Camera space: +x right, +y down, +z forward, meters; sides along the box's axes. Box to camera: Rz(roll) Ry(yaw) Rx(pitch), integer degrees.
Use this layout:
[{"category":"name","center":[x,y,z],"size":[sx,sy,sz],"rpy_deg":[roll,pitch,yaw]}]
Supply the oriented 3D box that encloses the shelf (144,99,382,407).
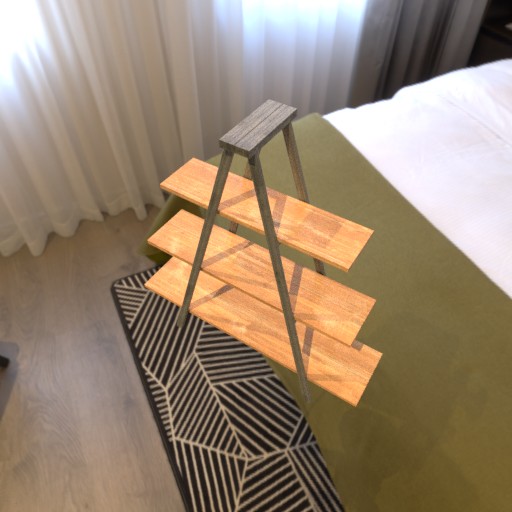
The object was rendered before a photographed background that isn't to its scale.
[{"category":"shelf","center":[0.000,0.000,2.685],"size":[1.746,1.808,0.508],"rpy_deg":[26,53,21]}]
